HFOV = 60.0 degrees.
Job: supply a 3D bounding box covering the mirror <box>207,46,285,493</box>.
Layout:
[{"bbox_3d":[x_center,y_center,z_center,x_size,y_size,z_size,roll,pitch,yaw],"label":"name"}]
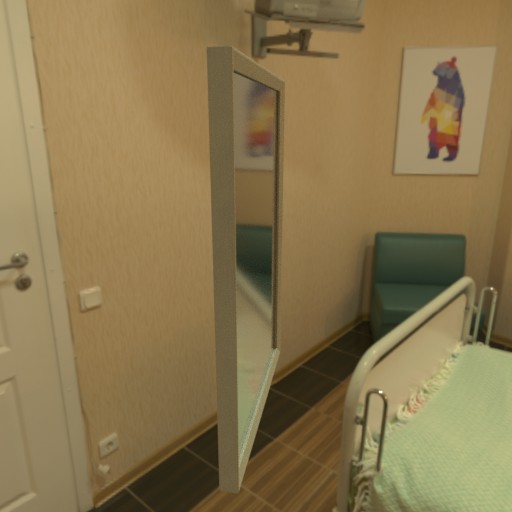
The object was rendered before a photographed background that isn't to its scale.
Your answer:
[{"bbox_3d":[0.000,0.000,0.909,0.039,0.710,0.507,3,17,11],"label":"mirror"}]
